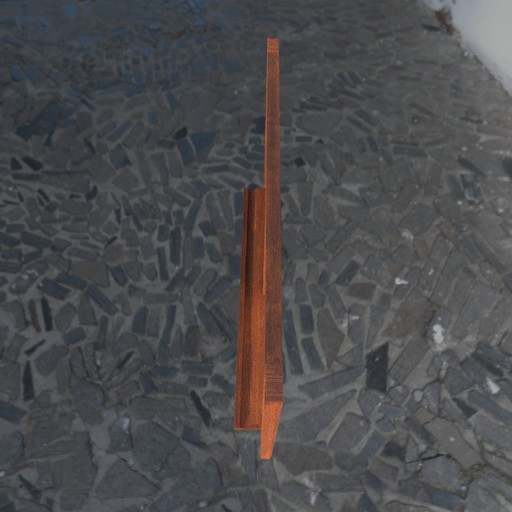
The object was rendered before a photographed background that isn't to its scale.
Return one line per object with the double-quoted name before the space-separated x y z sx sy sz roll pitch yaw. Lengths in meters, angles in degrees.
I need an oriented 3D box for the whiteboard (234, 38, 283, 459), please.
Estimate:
"whiteboard" 0.000 0.000 0.997 0.083 0.553 0.768 1 59 1
